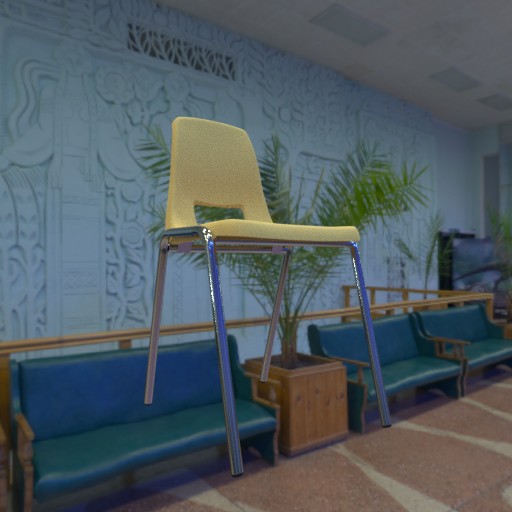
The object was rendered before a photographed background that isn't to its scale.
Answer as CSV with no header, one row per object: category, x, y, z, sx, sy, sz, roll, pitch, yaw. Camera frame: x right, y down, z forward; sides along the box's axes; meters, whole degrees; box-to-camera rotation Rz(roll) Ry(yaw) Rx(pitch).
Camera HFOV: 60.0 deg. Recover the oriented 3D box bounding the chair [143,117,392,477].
chair,0.000,0.000,0.977,0.381,0.704,0.436,0,-1,-35
